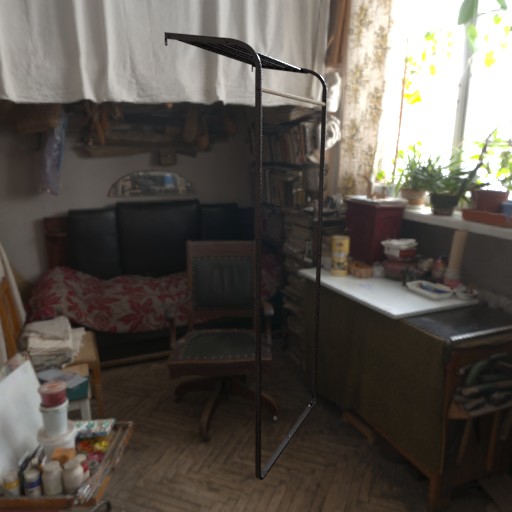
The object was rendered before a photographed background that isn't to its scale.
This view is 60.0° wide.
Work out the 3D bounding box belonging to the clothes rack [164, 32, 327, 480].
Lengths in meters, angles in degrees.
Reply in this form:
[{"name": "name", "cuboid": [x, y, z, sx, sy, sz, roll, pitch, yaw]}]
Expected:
[{"name": "clothes rack", "cuboid": [0.000, 0.000, 1.793, 0.349, 1.574, 0.609, 7, 16, 27]}]
